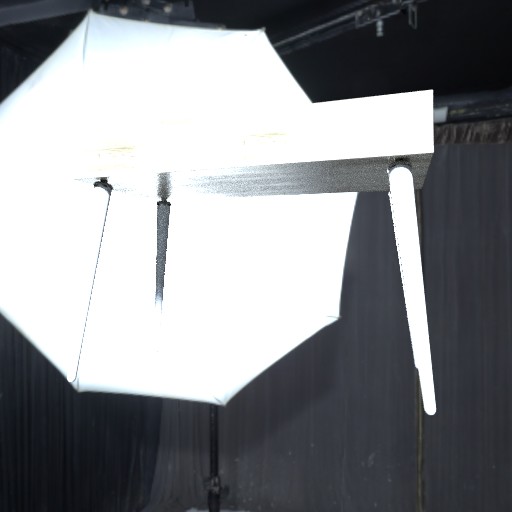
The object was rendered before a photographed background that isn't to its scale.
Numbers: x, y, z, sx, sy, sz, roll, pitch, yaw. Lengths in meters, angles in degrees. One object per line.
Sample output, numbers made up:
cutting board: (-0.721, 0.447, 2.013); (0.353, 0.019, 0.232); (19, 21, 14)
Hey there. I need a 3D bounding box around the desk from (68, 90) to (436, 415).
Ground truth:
desk: (0.000, 0.000, 1.354); (0.979, 0.723, 0.491); (-1, -2, 17)
